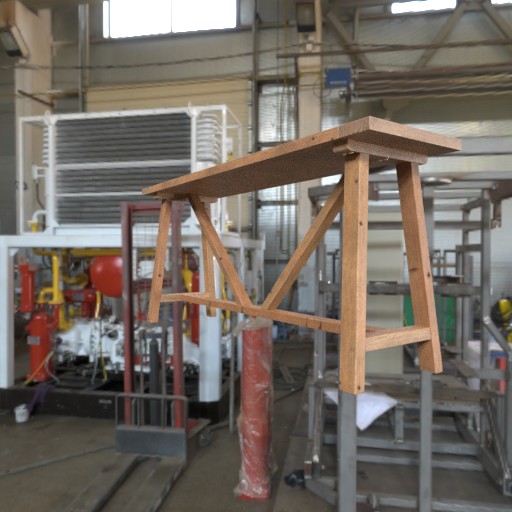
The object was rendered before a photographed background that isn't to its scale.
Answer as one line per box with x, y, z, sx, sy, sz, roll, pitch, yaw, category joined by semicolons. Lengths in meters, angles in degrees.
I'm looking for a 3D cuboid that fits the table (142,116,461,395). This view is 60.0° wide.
0.000;0.000;2.128;0.465;0.810;1.800;0;1;-35;table
